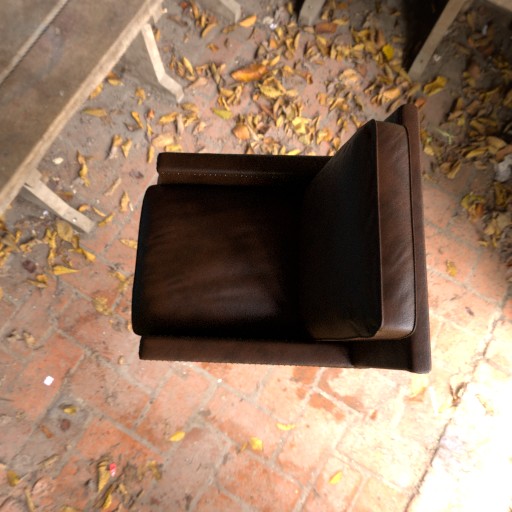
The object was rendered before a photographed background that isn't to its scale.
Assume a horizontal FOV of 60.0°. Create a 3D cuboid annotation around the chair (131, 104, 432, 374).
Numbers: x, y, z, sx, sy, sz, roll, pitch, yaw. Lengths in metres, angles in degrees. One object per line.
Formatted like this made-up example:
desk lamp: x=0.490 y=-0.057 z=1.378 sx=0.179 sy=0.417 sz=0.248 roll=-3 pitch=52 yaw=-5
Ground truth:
chair: x=0.000 y=0.000 z=1.785 sx=1.035 sy=1.054 sz=0.854 roll=2 pitch=77 yaw=0
